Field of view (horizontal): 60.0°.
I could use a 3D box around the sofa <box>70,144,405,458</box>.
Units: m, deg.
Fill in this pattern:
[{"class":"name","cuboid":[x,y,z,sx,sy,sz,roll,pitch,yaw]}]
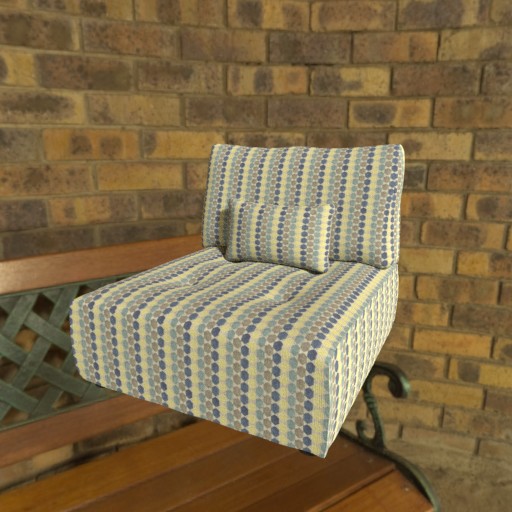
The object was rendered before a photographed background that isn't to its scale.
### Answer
[{"class":"sofa","cuboid":[0.000,0.000,1.699,0.930,0.830,1.000,7,16,26]}]
